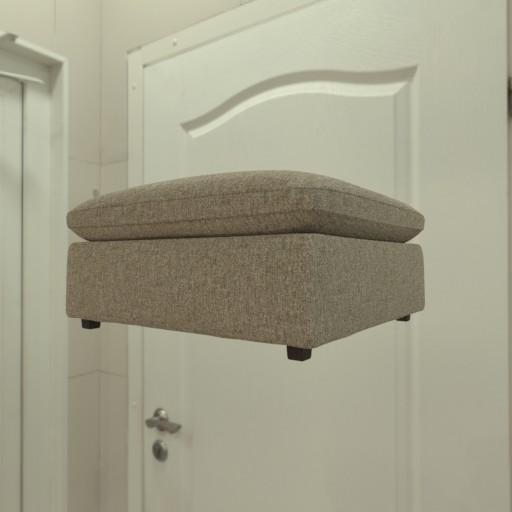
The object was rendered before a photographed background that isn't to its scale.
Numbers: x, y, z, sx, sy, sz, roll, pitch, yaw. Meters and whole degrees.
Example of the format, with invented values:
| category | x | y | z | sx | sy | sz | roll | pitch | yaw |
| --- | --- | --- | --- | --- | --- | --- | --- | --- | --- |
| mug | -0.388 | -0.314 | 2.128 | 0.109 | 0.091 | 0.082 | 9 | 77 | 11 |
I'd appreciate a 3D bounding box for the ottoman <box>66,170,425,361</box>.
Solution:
| category | x | y | z | sx | sy | sz | roll | pitch | yaw |
| --- | --- | --- | --- | --- | --- | --- | --- | --- | --- |
| ottoman | 0.000 | 0.000 | 1.707 | 1.039 | 0.526 | 1.035 | 0 | -1 | 35 |
